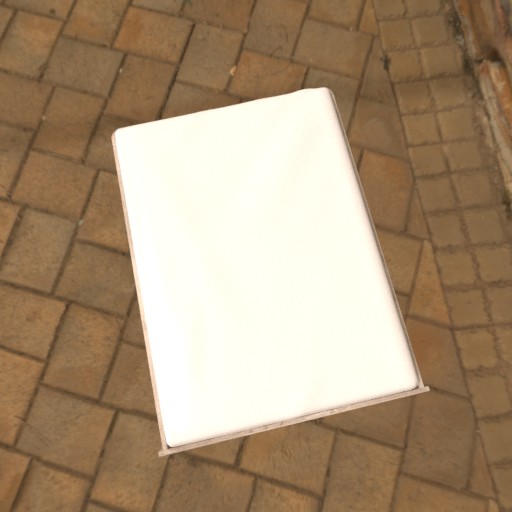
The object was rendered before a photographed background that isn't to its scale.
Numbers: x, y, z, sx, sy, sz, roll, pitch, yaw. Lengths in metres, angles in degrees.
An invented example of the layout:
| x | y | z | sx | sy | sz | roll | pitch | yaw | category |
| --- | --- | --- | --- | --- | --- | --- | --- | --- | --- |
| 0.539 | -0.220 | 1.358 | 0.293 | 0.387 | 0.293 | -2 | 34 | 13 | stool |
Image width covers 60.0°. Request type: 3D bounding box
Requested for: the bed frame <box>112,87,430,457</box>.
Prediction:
| x | y | z | sx | sy | sz | roll | pitch | yaw | category |
| --- | --- | --- | --- | --- | --- | --- | --- | --- | --- |
| 0.000 | 0.000 | 2.715 | 1.490 | 0.462 | 1.950 | -13 | 76 | -3 | bed frame |
